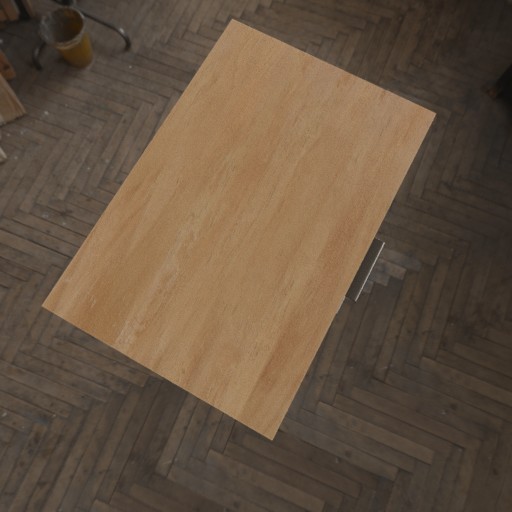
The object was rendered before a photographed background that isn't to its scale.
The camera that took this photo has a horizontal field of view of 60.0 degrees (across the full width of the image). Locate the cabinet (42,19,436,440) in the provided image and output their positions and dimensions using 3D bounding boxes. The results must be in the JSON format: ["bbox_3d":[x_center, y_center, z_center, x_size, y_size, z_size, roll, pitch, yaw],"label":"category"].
[{"bbox_3d":[0.000,0.000,0.954,0.394,0.599,0.551,28,78,7],"label":"cabinet"}]
